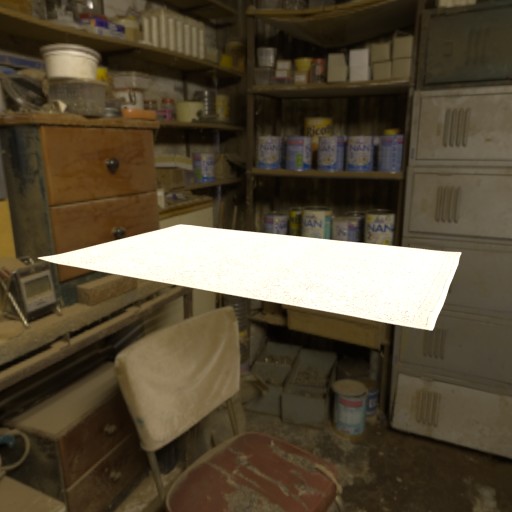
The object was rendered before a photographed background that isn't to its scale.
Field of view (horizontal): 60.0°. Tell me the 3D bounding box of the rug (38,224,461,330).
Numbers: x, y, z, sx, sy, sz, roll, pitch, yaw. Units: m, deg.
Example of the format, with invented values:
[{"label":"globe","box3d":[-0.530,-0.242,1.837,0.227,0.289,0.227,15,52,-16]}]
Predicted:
[{"label":"rug","box3d":[0.000,0.000,2.984,2.434,0.023,1.518,7,16,27]}]
